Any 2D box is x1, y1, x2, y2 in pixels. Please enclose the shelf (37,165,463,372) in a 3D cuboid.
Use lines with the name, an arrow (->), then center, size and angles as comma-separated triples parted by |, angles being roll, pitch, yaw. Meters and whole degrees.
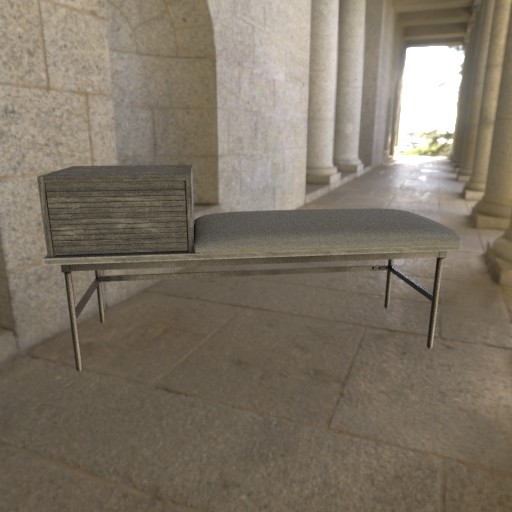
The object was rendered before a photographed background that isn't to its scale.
shelf -> 0.000, 0.000, 1.630 | 1.342, 0.633, 0.457 | -2, 16, -7
